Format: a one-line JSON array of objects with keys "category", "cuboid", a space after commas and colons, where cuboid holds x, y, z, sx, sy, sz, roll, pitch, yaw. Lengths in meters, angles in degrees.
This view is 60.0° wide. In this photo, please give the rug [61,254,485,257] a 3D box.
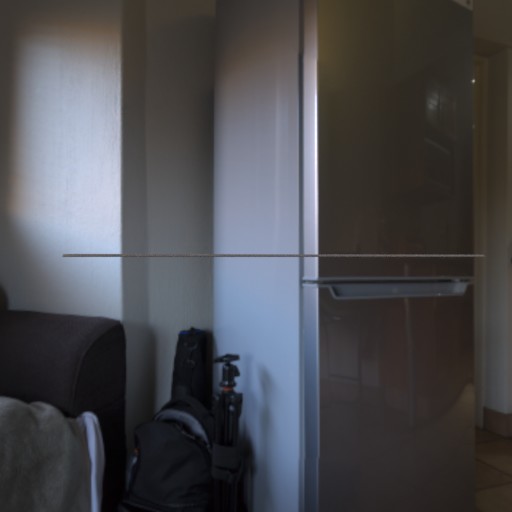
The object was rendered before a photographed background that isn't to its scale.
[{"category": "rug", "cuboid": [0.000, 0.000, 2.765, 2.115, 0.013, 1.517, 0, 0, -19]}]
